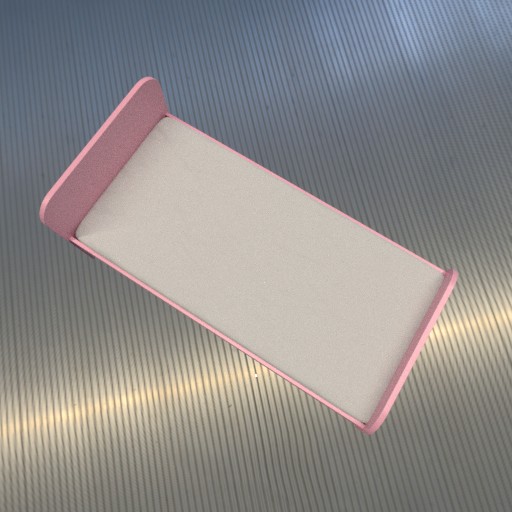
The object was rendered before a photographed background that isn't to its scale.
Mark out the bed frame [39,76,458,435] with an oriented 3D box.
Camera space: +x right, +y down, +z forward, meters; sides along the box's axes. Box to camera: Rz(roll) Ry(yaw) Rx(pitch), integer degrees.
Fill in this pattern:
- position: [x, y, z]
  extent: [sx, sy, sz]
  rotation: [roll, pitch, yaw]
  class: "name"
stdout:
- position: [0.000, 0.000, 2.515]
  extent: [1.963, 0.805, 0.998]
  rotation: [31, 77, 8]
  class: "bed frame"
